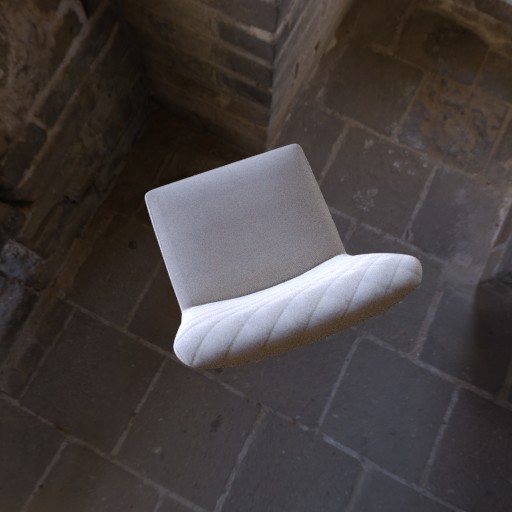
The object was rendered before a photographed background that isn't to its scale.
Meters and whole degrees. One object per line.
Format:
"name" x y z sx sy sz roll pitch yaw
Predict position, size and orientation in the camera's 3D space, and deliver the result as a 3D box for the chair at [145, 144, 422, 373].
"chair" 0.000 0.000 1.263 0.503 0.933 0.597 -19 75 -5
